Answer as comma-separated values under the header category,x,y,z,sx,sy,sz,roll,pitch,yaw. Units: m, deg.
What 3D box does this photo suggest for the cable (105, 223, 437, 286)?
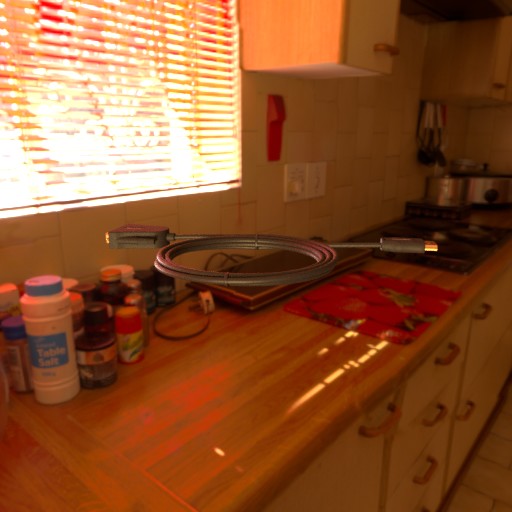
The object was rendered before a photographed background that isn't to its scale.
category,x,y,z,sx,sy,sz,roll,pitch,yaw
cable,0.000,0.000,0.336,0.281,0.015,0.136,3,16,10
